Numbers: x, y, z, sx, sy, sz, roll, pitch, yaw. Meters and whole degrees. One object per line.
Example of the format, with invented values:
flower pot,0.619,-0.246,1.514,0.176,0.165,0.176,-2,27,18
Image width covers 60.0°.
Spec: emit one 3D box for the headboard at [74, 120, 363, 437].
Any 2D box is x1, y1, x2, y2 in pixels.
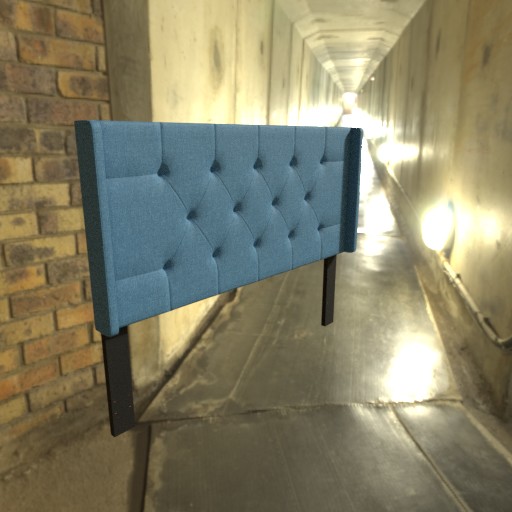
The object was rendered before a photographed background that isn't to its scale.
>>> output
headboard,0.000,0.000,2.682,0.184,1.524,2.051,14,20,41
